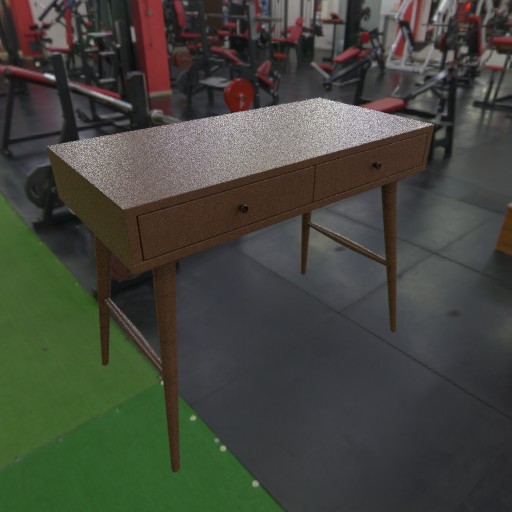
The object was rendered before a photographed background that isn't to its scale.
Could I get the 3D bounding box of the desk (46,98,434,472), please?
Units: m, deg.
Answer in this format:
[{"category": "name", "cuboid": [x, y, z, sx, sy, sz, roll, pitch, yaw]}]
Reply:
[{"category": "desk", "cuboid": [0.000, 0.000, 1.384, 0.949, 0.758, 0.510, -22, 37, -32]}]
